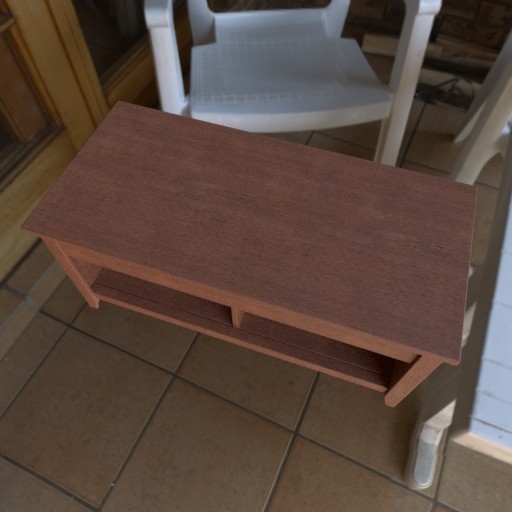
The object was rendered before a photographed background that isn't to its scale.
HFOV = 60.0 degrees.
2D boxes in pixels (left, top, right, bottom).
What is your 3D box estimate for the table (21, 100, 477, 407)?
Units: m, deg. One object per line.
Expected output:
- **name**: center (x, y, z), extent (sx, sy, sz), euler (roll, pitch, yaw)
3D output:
- **table**: center (0.000, 0.000, 1.276), extent (1.016, 0.457, 0.483), euler (16, 59, 10)
